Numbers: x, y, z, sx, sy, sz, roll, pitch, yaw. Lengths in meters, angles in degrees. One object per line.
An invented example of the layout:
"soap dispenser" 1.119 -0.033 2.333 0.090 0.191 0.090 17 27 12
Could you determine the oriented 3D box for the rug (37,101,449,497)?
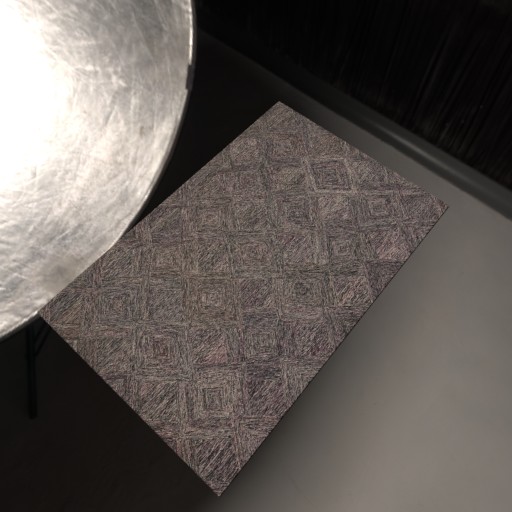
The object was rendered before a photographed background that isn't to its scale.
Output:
"rug" 0.000 0.000 2.843 1.501 0.017 2.298 37 69 17
